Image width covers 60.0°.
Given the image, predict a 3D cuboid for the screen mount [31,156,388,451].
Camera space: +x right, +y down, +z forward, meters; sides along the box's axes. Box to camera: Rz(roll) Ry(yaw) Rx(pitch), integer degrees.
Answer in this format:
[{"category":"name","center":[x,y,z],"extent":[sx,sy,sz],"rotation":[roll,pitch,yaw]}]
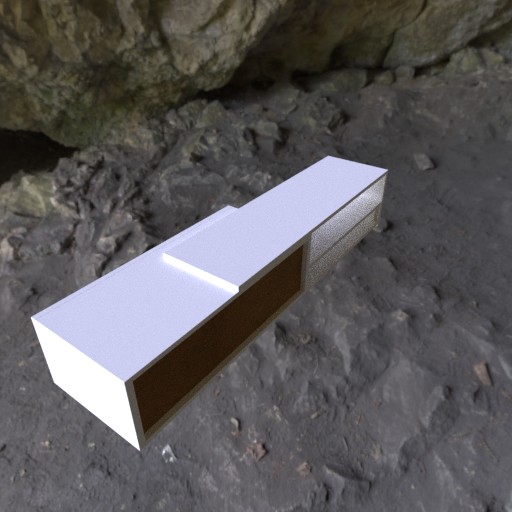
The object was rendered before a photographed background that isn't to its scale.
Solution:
[{"category":"screen mount","center":[0.000,0.000,1.853],"extent":[0.420,0.320,1.680],"rotation":[22,39,30]}]
